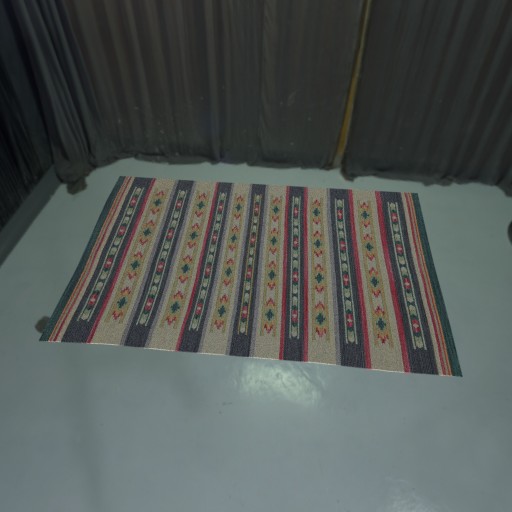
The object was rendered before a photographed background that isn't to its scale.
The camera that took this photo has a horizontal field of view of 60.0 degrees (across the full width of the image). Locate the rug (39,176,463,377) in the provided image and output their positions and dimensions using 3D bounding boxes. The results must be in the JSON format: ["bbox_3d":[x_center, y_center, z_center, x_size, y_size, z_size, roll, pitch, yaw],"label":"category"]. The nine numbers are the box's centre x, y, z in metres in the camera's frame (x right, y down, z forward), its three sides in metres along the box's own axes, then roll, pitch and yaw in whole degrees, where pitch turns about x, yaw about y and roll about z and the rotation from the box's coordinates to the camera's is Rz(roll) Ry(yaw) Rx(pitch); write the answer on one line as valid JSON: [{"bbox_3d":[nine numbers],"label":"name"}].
[{"bbox_3d":[0.000,0.000,2.903,2.311,0.010,1.522,4,47,4],"label":"rug"}]
